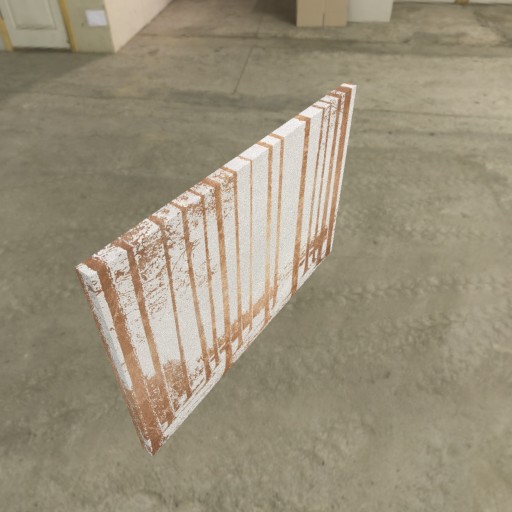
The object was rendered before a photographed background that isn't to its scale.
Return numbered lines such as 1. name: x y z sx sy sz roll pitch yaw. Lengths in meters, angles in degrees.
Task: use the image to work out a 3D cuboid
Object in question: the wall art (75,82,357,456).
1. wall art: 0.000 0.000 1.150 0.035 0.609 0.914 25 48 25
